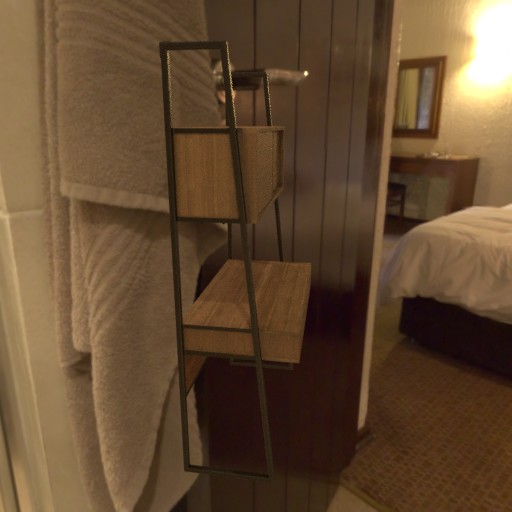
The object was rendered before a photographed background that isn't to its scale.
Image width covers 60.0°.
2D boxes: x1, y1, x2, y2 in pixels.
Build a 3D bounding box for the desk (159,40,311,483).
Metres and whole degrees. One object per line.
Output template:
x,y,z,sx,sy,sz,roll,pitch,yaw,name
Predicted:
0.000,0.000,2.207,0.515,1.809,0.982,3,17,9,desk
